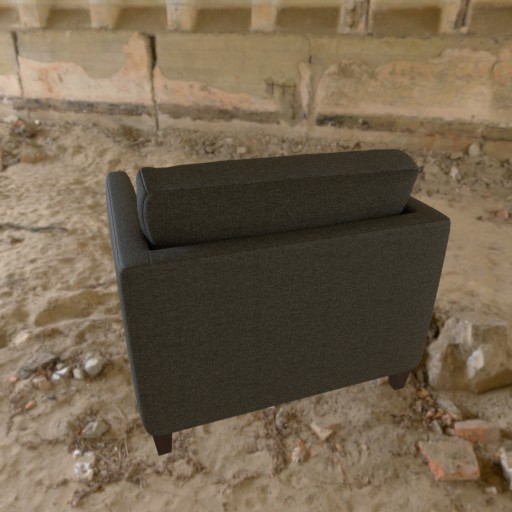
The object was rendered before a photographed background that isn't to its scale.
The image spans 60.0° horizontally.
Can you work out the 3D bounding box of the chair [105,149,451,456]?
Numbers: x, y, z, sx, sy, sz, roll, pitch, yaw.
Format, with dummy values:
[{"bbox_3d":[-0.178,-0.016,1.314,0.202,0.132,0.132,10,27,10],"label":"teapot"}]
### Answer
[{"bbox_3d":[0.000,0.000,1.828,1.107,0.963,0.959,-9,29,-17],"label":"chair"}]
